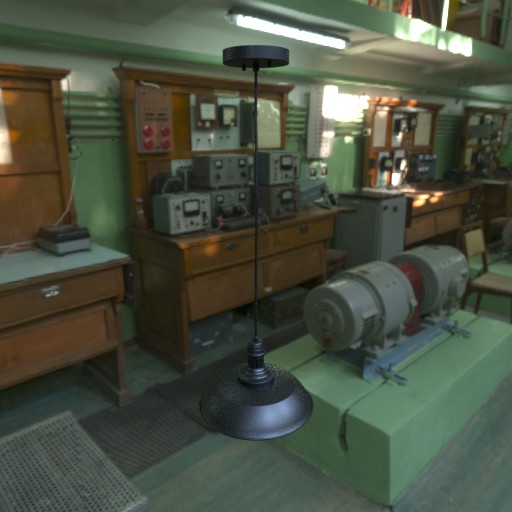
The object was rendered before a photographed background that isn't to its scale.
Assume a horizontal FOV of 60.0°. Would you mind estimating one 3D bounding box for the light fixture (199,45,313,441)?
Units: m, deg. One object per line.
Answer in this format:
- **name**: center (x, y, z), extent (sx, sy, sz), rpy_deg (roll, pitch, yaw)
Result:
- **light fixture**: center (0.000, 0.000, 1.170), extent (0.331, 0.993, 0.331), rpy_deg (15, 22, 43)
